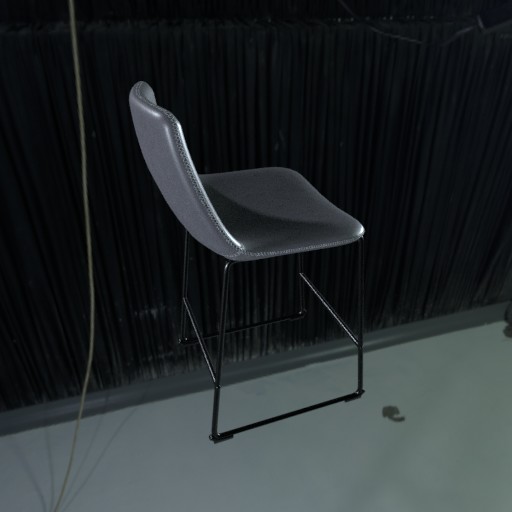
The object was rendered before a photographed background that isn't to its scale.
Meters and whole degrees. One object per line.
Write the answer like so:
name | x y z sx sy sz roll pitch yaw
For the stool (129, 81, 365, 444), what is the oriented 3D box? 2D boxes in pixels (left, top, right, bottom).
stool | 0.000 0.000 1.199 0.546 0.876 0.470 -11 33 -17
